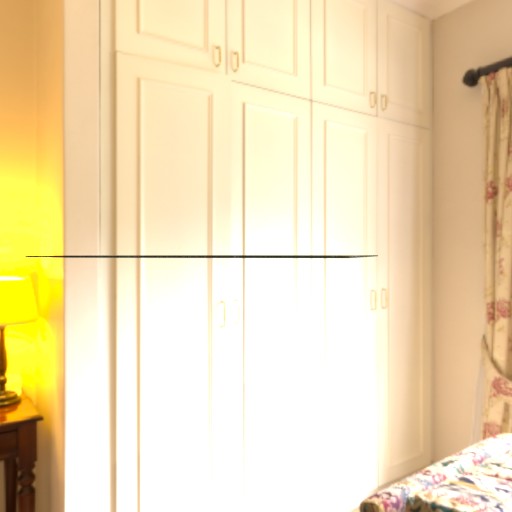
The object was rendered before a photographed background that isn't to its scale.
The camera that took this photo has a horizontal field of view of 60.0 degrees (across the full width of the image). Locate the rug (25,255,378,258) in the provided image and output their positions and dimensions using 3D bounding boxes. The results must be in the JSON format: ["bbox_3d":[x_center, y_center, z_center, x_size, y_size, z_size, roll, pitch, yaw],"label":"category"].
[{"bbox_3d":[0.000,0.000,2.198,1.102,0.008,1.795,0,0,18],"label":"rug"}]
